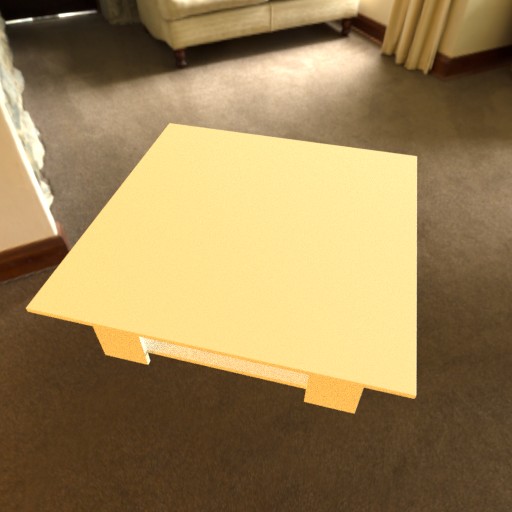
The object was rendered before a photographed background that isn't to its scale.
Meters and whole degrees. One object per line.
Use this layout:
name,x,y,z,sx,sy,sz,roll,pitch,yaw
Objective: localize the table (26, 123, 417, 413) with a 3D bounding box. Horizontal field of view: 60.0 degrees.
table,0.000,0.000,1.375,0.890,0.305,0.890,10,46,10
